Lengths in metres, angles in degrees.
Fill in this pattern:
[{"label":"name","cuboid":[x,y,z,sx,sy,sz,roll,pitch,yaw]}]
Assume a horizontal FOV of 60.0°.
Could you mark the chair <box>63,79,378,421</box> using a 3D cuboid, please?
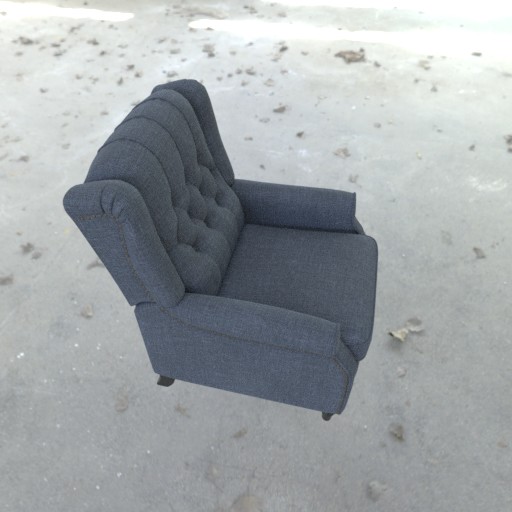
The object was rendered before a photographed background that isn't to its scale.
[{"label":"chair","cuboid":[0.000,0.000,1.617,0.898,1.035,0.742,10,48,9]}]
